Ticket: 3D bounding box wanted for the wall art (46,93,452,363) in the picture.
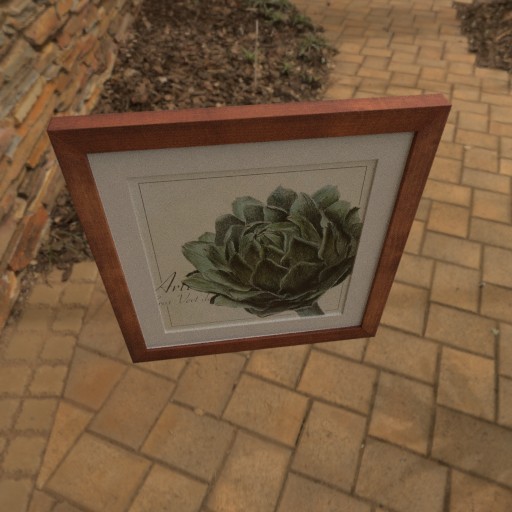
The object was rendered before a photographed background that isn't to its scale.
[{"bbox_3d":[0.000,0.000,0.816,0.554,0.572,0.037,-5,46,-5],"label":"wall art"}]
